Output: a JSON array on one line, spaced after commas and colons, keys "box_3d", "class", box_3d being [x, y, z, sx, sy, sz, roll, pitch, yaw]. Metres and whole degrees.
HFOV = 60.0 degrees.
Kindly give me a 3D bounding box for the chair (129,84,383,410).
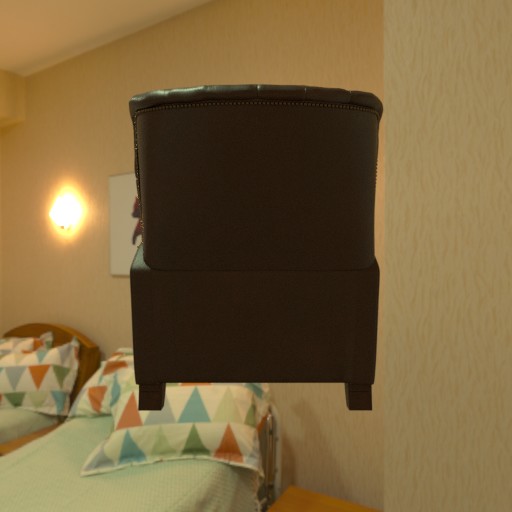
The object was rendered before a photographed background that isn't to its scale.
[{"box_3d": [0.000, 0.000, 1.483, 0.709, 0.864, 0.823, 0, 0, 0], "class": "chair"}]
